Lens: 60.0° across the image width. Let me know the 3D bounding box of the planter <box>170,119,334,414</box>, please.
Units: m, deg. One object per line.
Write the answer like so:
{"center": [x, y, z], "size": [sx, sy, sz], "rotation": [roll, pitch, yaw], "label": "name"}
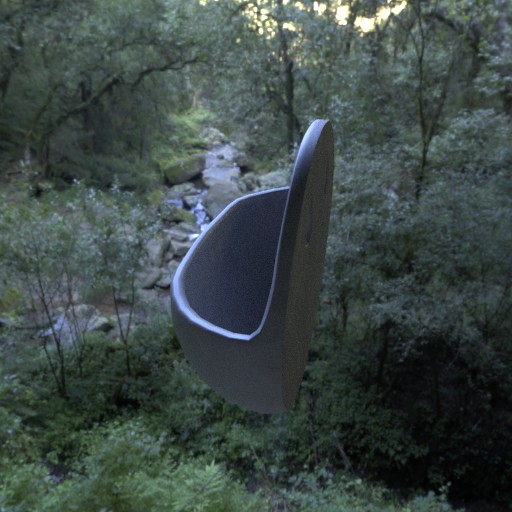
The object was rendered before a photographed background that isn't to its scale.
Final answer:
{"center": [0.000, 0.000, 0.274], "size": [0.073, 0.164, 0.190], "rotation": [8, 31, 13], "label": "planter"}
